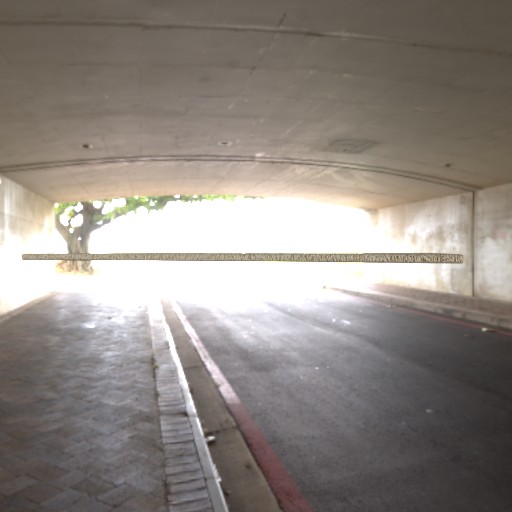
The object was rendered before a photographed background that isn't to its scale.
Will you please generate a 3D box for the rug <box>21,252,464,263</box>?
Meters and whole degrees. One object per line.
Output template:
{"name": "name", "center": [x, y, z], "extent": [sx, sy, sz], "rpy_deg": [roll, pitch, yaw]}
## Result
{"name": "rug", "center": [0.000, 0.000, 2.243], "extent": [1.778, 0.030, 1.219], "rpy_deg": [0, 1, 18]}
